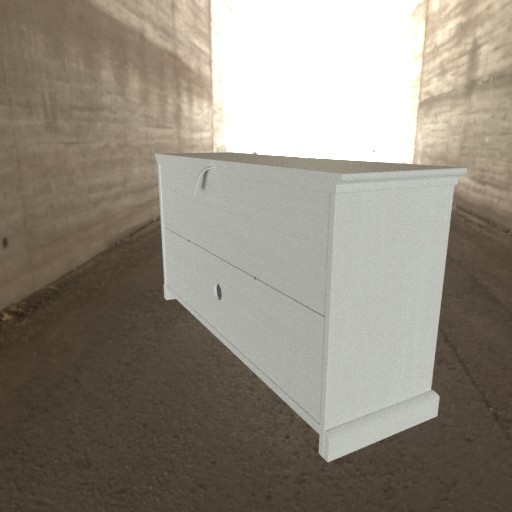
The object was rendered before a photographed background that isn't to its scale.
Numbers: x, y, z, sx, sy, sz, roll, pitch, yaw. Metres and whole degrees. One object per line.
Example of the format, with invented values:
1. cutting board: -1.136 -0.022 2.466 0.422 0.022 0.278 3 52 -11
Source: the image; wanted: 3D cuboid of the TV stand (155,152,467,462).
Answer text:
1. TV stand: 0.000 0.000 1.452 0.424 0.624 1.187 -8 17 -28
